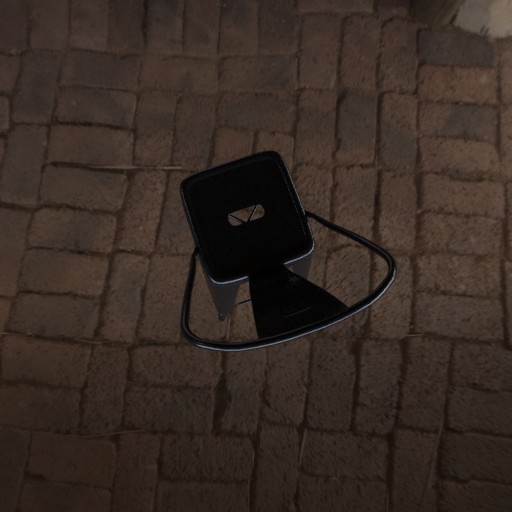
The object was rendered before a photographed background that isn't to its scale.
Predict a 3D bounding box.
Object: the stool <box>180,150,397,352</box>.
[{"bbox_3d":[0.000,0.000,1.283,0.399,1.096,0.513,-19,79,-4],"label":"stool"}]
